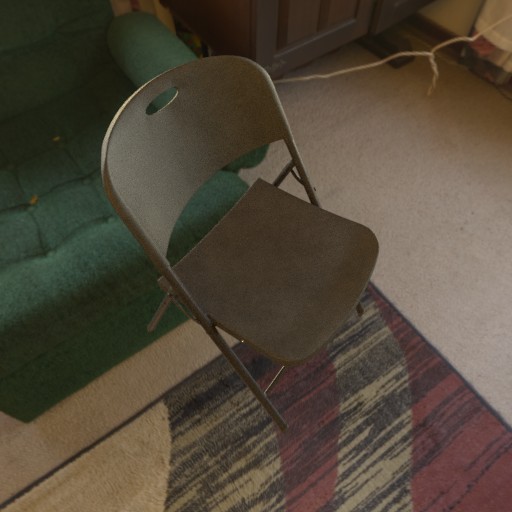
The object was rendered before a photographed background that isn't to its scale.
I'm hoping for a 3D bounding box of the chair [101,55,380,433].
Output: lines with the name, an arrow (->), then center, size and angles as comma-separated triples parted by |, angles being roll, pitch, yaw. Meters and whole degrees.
chair -> 0.000, 0.000, 1.154 | 0.566, 0.810, 0.494 | 32, 63, 18
